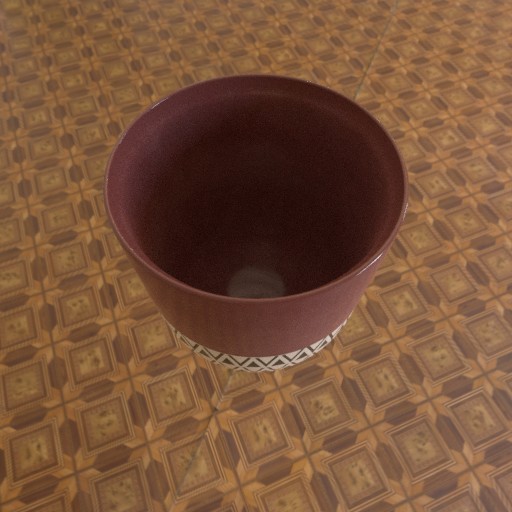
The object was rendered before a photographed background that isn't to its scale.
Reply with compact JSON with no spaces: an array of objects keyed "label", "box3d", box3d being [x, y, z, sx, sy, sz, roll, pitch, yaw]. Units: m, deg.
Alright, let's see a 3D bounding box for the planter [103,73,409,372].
[{"label":"planter","box3d":[0.000,0.000,0.375,0.195,0.214,0.195,0,58,0]}]
